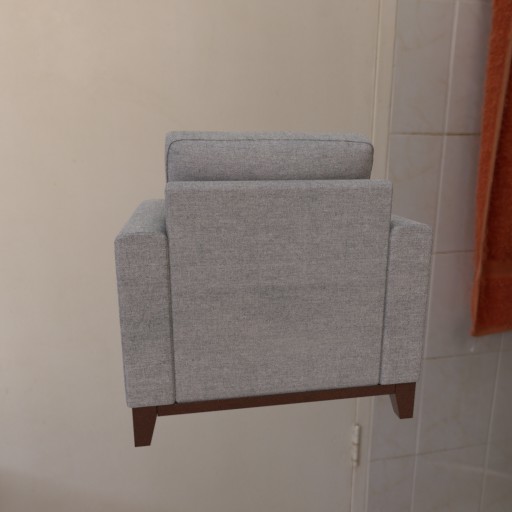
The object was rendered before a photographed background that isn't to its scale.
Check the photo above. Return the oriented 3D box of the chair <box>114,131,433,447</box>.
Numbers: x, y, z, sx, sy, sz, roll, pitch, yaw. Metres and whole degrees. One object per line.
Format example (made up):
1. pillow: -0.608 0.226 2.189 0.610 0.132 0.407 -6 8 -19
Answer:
1. chair: 0.000 0.000 1.912 1.024 1.010 1.038 -2 13 -9
